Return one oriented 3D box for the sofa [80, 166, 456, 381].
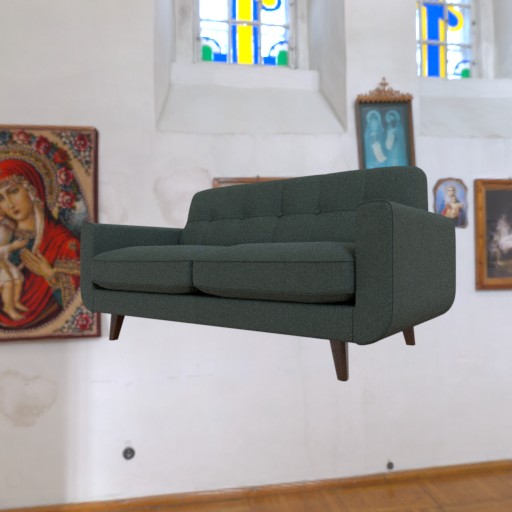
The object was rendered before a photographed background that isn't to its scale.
[{"bbox_3d":[0.000,0.000,2.152,1.631,0.841,0.909,0,0,36],"label":"sofa"}]
